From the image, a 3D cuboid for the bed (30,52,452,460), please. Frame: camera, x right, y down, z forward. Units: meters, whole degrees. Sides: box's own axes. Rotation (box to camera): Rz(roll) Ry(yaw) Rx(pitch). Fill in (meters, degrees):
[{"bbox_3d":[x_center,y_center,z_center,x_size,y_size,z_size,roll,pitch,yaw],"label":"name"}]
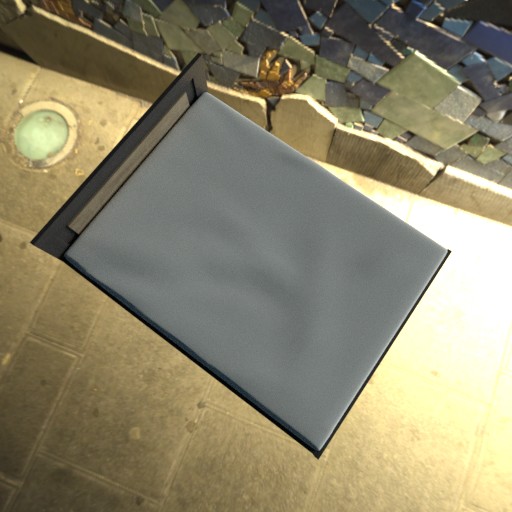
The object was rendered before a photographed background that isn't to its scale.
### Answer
[{"bbox_3d":[0.000,0.000,2.950,2.073,0.823,1.585,35,78,8],"label":"bed"}]
